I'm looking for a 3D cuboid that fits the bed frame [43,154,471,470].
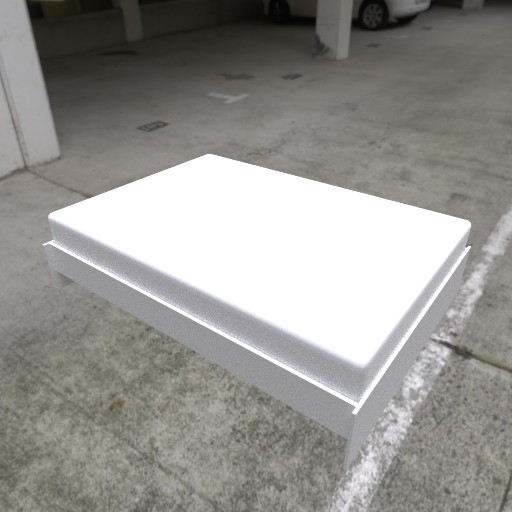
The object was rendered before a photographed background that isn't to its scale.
[{"bbox_3d":[0.000,0.000,2.543,1.945,0.497,1.445,21,37,31],"label":"bed frame"}]
